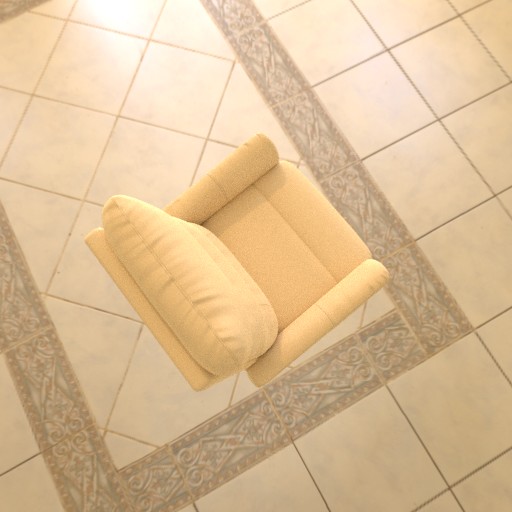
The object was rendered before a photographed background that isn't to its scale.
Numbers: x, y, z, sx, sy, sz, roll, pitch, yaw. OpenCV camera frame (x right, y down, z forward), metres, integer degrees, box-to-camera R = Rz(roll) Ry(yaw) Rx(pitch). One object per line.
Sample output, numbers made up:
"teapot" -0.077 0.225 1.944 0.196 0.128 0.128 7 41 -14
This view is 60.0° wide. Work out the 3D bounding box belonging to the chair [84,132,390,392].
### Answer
"chair" 0.000 0.000 1.653 0.831 1.082 0.775 -38 79 -9
